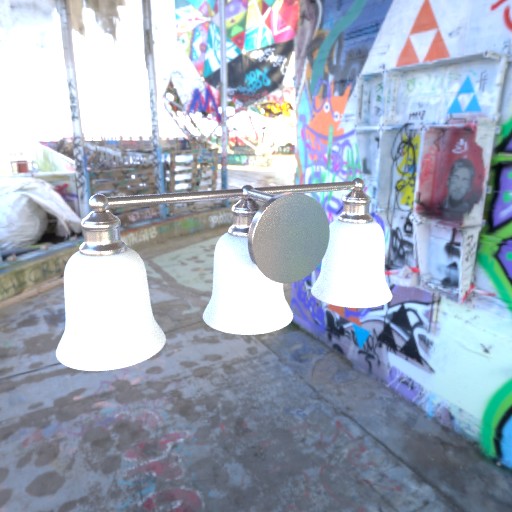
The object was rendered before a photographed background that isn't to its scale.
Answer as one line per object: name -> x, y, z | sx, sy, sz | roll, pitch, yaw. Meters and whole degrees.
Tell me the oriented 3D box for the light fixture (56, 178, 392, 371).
light fixture -> 0.000, 0.000, 0.664 | 0.570, 0.211, 0.198 | -8, 18, -27
